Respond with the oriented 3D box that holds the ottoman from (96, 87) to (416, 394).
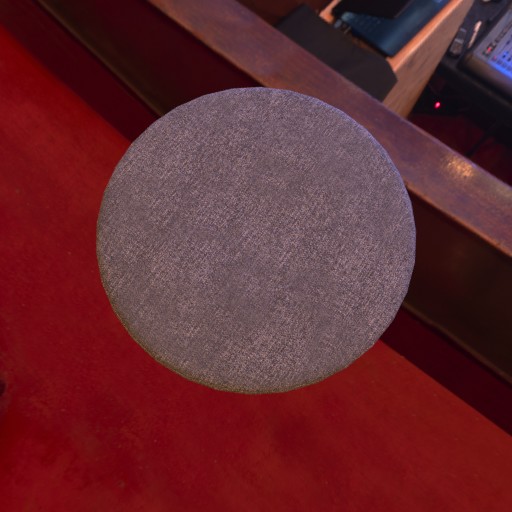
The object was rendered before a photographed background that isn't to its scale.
[{"bbox_3d":[0.000,0.000,0.868,0.500,0.419,0.500,0,76,0],"label":"ottoman"}]
